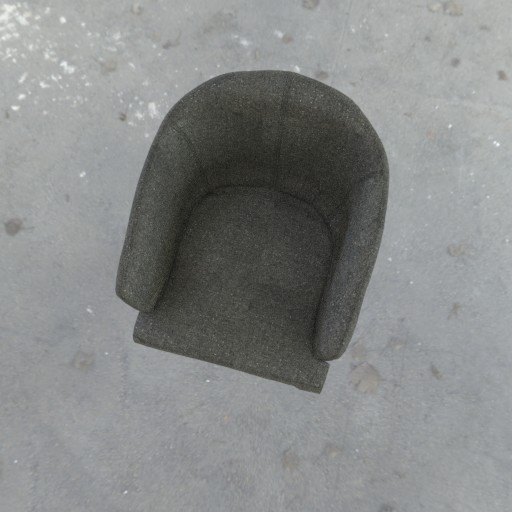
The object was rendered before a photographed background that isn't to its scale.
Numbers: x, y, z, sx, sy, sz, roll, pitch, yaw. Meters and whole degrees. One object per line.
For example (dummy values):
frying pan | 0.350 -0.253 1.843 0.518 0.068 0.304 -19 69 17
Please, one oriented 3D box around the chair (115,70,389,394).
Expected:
chair | 0.000 0.000 1.282 0.583 0.811 0.655 14 74 4
